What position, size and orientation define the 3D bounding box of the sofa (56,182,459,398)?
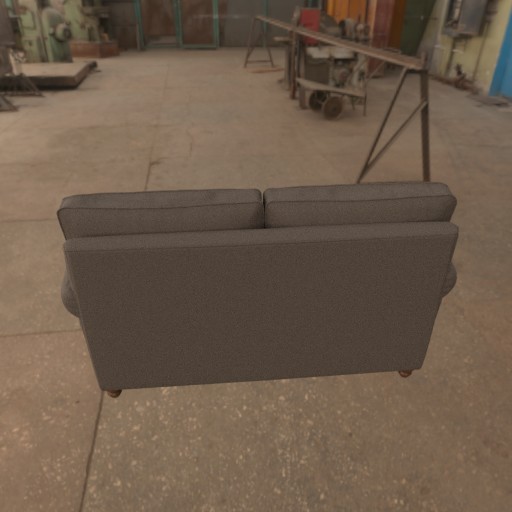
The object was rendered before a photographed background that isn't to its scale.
[{"bbox_3d":[0.000,0.000,2.191,1.665,0.937,0.964,-3,31,-4],"label":"sofa"}]
